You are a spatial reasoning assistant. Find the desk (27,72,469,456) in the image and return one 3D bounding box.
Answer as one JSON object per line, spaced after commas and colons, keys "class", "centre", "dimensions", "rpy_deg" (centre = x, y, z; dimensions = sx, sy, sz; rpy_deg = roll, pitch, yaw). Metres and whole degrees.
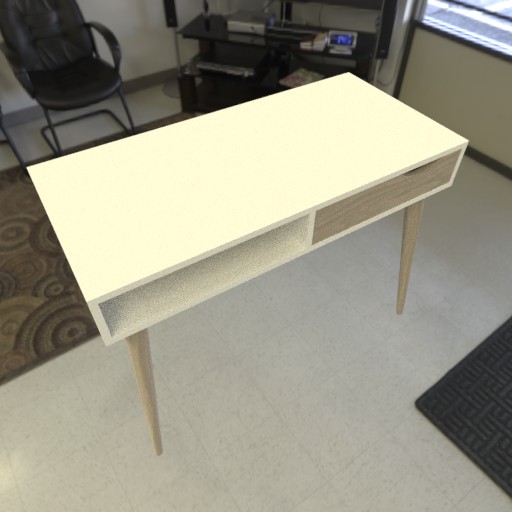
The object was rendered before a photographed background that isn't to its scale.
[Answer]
{"class": "desk", "centre": [0.000, 0.000, 1.343], "dimensions": [0.979, 0.723, 0.491], "rpy_deg": [-24, 51, -21]}
